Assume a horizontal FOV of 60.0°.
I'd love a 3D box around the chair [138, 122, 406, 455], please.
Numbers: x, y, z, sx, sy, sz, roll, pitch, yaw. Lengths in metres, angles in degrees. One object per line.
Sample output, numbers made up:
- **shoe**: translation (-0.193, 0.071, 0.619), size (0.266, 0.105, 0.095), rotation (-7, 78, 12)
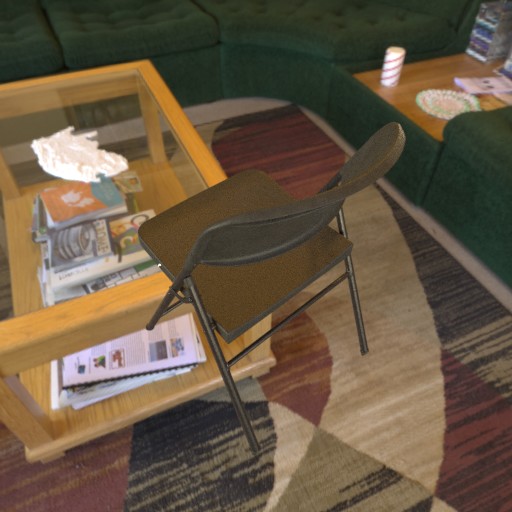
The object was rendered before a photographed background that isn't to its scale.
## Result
- **chair**: translation (0.000, 0.000, 1.153), size (0.494, 0.810, 0.566), rotation (-33, 55, -27)
